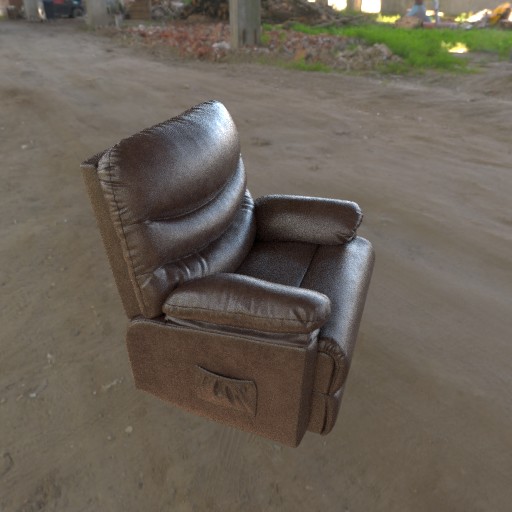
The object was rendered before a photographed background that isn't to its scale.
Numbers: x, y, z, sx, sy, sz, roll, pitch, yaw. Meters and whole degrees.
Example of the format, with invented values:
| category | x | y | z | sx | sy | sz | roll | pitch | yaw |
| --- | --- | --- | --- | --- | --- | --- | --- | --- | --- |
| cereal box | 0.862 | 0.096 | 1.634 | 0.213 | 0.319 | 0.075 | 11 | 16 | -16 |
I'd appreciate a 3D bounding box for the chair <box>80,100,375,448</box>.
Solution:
| category | x | y | z | sx | sy | sz | roll | pitch | yaw |
| --- | --- | --- | --- | --- | --- | --- | --- | --- | --- |
| chair | 0.000 | 0.000 | 1.750 | 0.879 | 1.041 | 0.940 | 10 | 32 | 17 |
